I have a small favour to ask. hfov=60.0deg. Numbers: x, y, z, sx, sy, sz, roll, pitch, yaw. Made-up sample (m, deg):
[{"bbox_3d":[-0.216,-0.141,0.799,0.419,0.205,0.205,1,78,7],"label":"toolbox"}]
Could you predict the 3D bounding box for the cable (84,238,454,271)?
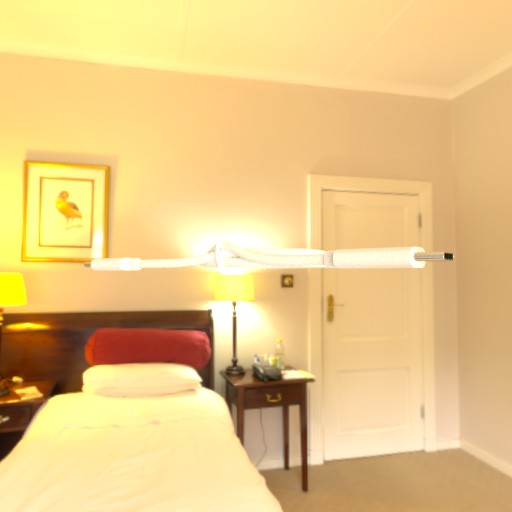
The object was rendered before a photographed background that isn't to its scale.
[{"bbox_3d":[0.000,0.000,0.208,0.186,0.014,0.070,-2,-3,38],"label":"cable"}]
